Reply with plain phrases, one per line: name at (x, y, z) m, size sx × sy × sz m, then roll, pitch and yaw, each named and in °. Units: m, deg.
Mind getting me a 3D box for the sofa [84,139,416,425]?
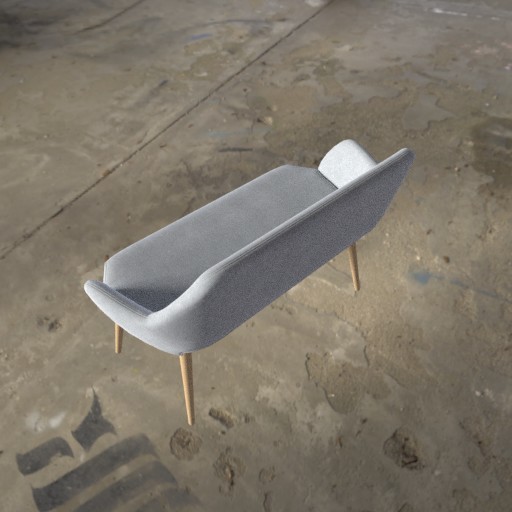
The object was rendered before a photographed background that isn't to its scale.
sofa at (0.000, 0.000, 1.609) m, size 1.150 × 0.840 × 0.610 m, roll -33°, pitch 54°, yaw -28°
